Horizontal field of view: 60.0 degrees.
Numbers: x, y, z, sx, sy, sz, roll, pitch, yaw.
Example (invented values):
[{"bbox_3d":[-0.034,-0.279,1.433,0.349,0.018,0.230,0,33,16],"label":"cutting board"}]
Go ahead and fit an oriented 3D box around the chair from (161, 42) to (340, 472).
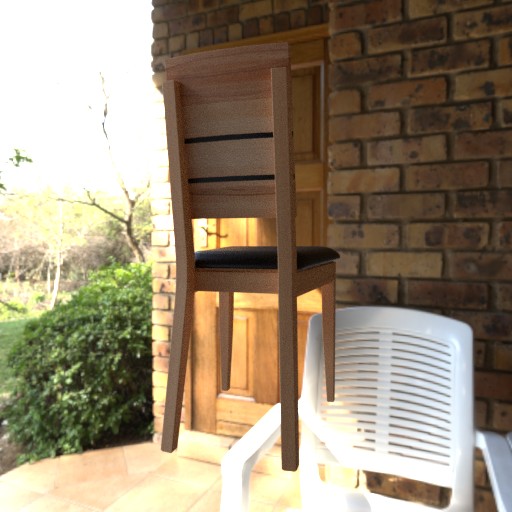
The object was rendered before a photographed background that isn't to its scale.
[{"bbox_3d":[0.000,0.000,1.239,0.410,0.940,0.520,1,2,17],"label":"chair"}]
